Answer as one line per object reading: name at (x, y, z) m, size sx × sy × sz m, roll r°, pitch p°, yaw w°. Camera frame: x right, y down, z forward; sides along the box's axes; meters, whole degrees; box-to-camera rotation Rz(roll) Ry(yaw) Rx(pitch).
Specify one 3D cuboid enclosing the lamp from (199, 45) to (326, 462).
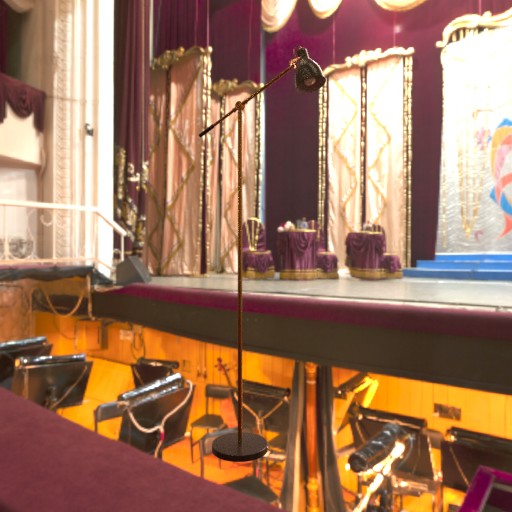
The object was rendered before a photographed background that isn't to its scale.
lamp at (0.000, 0.000, 1.823) m, size 0.618 × 1.628 × 0.235 m, roll 0°, pitch 0°, yaw 35°
